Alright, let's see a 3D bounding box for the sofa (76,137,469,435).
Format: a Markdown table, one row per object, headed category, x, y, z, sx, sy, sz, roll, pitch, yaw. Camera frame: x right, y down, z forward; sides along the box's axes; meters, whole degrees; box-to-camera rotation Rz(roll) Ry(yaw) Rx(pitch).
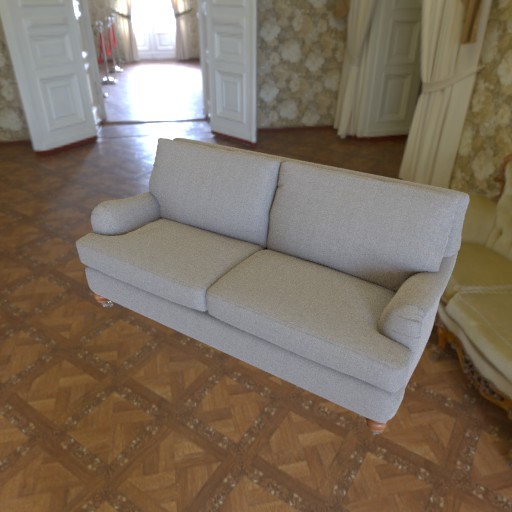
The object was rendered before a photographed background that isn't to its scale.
| category | x | y | z | sx | sy | sz | roll | pitch | yaw |
| --- | --- | --- | --- | --- | --- | --- | --- | --- | --- |
| sofa | 0.000 | 0.000 | 2.738 | 2.160 | 1.054 | 1.087 | 18 | 35 | 27 |
